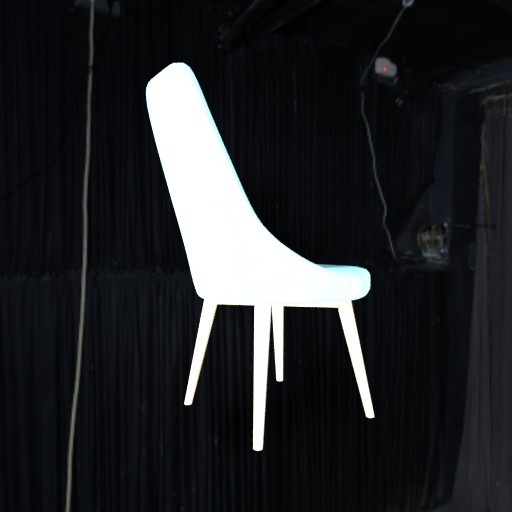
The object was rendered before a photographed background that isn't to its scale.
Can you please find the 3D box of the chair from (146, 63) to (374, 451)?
[{"bbox_3d":[0.000,0.000,1.435,0.660,1.040,0.510,-1,2,-35],"label":"chair"}]
